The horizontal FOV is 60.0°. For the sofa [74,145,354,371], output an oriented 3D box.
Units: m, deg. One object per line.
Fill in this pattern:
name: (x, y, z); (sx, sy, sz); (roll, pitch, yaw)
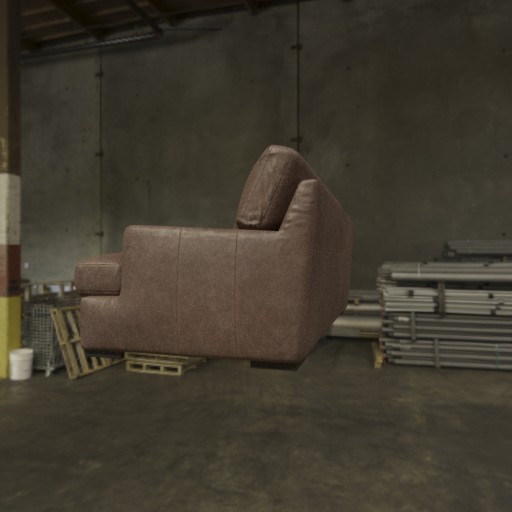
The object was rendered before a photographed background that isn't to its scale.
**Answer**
sofa: (0.000, 0.000, 2.915); (1.143, 0.941, 2.261); (0, -1, 16)
